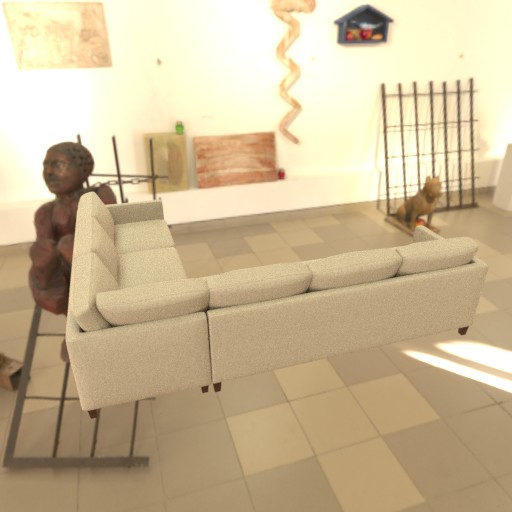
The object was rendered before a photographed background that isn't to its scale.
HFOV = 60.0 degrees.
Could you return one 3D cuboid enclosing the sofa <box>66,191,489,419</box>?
[{"bbox_3d":[0.000,0.000,4.368,3.333,0.934,2.522,-8,28,-16],"label":"sofa"}]
